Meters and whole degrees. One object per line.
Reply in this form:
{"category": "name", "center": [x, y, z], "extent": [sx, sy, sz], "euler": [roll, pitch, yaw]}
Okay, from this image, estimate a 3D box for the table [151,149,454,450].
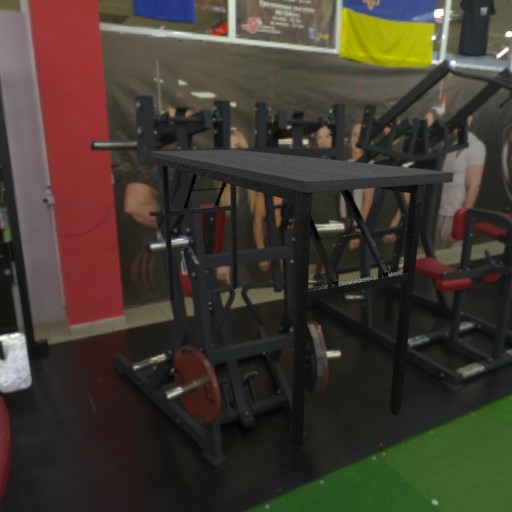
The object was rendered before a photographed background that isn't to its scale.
{"category": "table", "center": [0.000, 0.000, 1.746], "extent": [0.449, 0.750, 1.399], "euler": [-8, 18, -25]}
